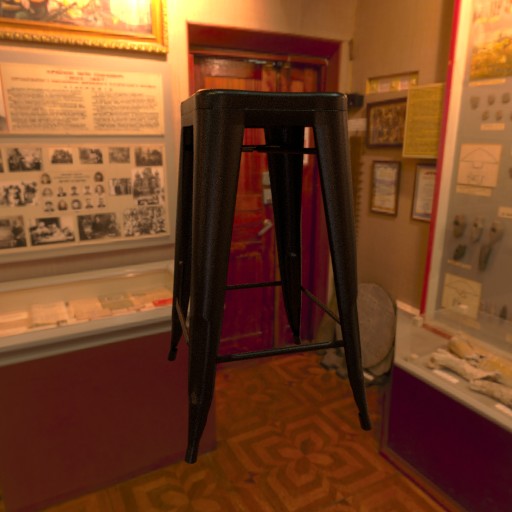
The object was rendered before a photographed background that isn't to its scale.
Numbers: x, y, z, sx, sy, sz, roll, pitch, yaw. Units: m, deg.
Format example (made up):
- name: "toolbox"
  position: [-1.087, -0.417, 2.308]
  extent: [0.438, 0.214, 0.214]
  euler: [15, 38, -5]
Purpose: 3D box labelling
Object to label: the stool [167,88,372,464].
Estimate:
- name: "stool"
  position: [0.000, 0.000, 0.901]
  extent: [0.423, 0.609, 0.455]
  euler: [-7, 17, -26]
